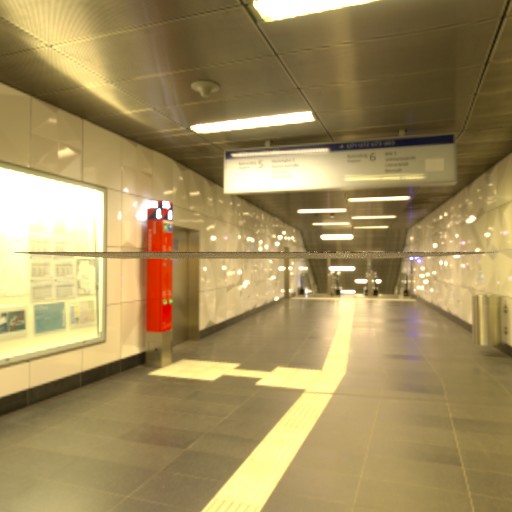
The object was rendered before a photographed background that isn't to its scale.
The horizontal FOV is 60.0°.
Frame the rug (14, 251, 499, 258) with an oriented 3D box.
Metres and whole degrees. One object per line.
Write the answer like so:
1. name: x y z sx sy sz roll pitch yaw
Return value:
1. rug: 0.000 0.000 4.168 3.422 0.015 2.143 0 -1 0
